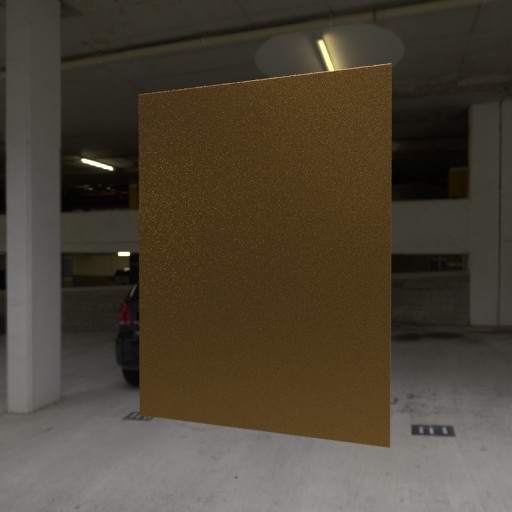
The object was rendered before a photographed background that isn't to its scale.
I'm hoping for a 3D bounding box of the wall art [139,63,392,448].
[{"bbox_3d":[0.000,0.000,1.047,0.610,0.812,0.038,0,1,18],"label":"wall art"}]
